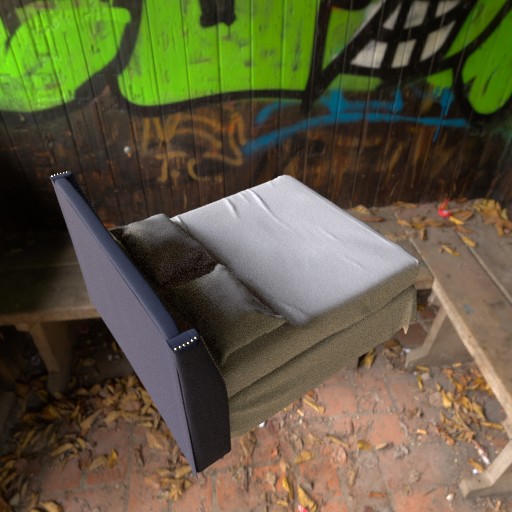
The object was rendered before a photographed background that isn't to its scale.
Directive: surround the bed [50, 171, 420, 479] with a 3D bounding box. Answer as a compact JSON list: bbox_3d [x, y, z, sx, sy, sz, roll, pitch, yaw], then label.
[{"bbox_3d":[0.000,0.000,3.464,2.276,1.332,1.925,-25,46,-26],"label":"bed"}]
